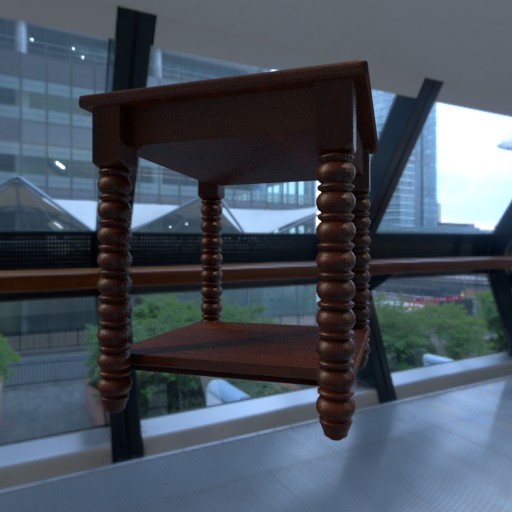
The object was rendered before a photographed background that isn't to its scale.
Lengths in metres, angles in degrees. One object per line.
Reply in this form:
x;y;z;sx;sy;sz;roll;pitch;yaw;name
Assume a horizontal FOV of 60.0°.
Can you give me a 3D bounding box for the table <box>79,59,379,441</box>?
0.000;0.000;0.963;0.500;0.567;0.533;0;0;17;table
